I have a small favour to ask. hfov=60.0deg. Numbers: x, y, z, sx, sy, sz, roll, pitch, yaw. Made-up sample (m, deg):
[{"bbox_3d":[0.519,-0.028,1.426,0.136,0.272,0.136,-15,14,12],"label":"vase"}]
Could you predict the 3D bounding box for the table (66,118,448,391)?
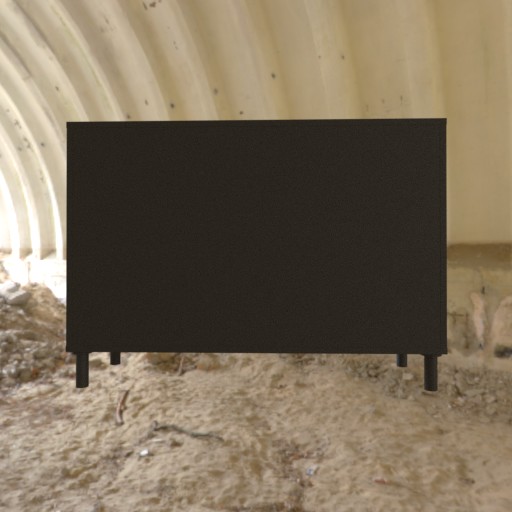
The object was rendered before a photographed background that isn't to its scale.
[{"bbox_3d":[0.000,0.000,1.593,1.200,0.855,0.400,0,0,2],"label":"table"}]
